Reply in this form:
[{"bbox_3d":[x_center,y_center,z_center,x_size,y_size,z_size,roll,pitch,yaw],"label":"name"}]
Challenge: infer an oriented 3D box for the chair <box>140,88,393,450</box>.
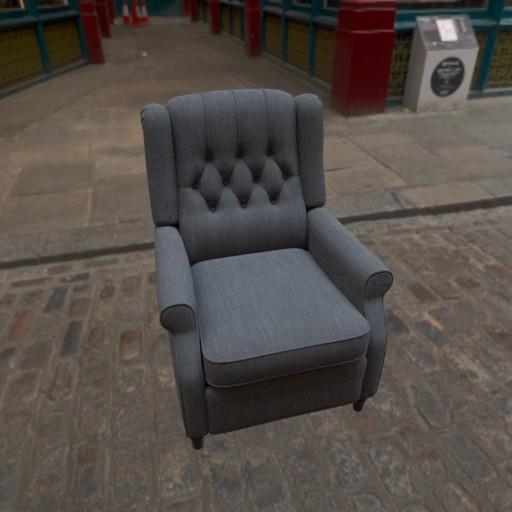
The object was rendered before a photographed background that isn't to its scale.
[{"bbox_3d":[0.000,0.000,1.625,0.742,1.035,0.898,-8,33,-13],"label":"chair"}]
